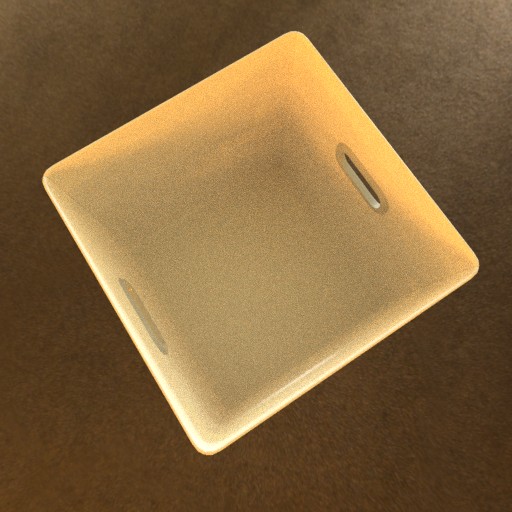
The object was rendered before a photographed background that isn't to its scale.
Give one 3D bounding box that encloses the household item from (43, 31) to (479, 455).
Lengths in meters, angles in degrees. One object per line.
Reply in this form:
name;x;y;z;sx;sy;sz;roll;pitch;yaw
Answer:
household item;0.000;0.000;0.558;0.305;0.305;0.305;-32;79;-7
